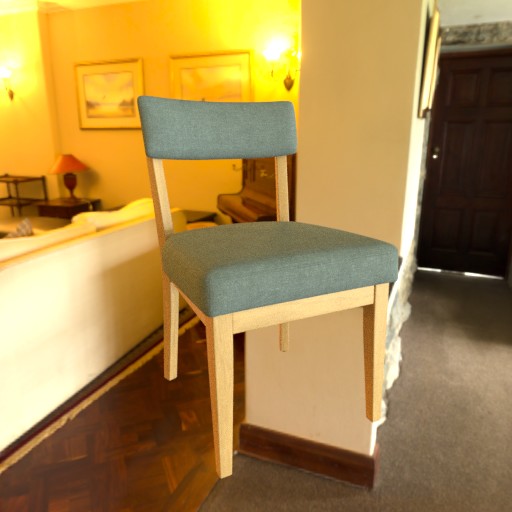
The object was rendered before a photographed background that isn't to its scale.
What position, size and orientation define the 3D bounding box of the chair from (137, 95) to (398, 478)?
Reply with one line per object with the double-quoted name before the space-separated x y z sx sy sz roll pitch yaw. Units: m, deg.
"chair" 0.000 0.000 1.195 0.508 0.832 0.572 -8 17 -26
